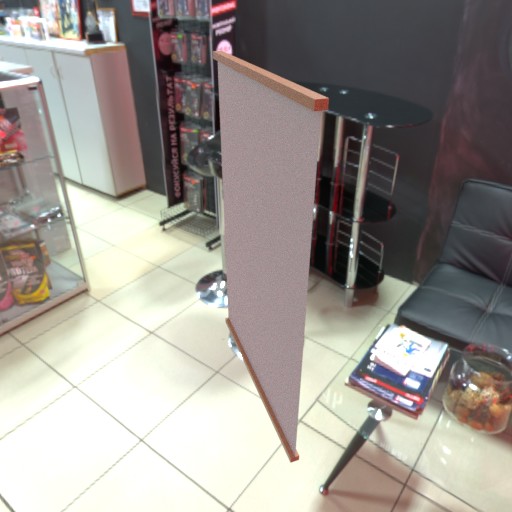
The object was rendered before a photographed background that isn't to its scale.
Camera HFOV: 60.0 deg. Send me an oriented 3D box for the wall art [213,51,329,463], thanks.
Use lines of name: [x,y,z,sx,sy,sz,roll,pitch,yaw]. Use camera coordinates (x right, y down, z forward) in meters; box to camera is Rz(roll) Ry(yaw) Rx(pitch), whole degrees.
wall art: [0.000,0.000,1.918,0.040,1.510,0.991,-11,33,-17]
